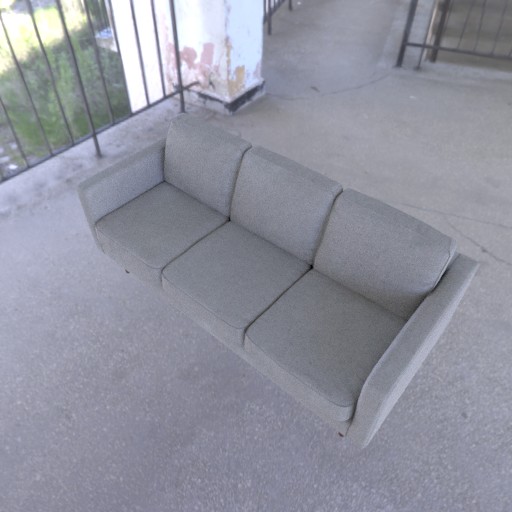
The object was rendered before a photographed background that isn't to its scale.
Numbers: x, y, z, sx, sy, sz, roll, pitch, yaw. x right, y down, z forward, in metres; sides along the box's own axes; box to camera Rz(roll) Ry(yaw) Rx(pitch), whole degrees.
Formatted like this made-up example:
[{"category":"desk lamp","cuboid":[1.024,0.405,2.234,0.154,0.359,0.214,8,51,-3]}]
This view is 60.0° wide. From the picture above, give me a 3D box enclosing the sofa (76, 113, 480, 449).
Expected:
[{"category":"sofa","cuboid":[0.000,0.000,2.465,1.983,0.918,0.944,31,53,27]}]
